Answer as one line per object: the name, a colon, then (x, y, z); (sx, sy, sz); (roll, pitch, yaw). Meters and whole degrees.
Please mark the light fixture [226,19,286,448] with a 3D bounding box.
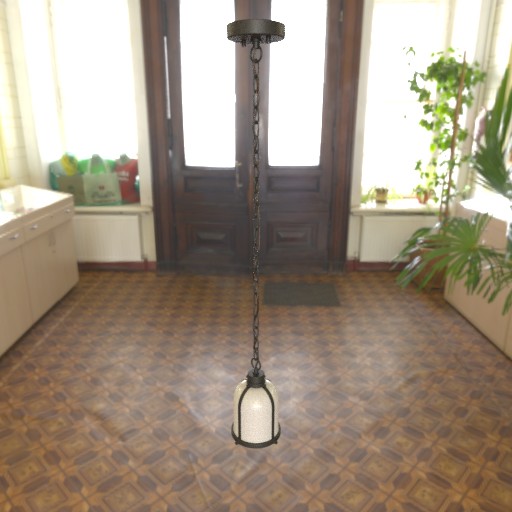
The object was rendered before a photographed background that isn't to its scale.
light fixture: (0.000, 0.000, 1.257); (0.178, 1.181, 0.178); (16, 23, 42)
